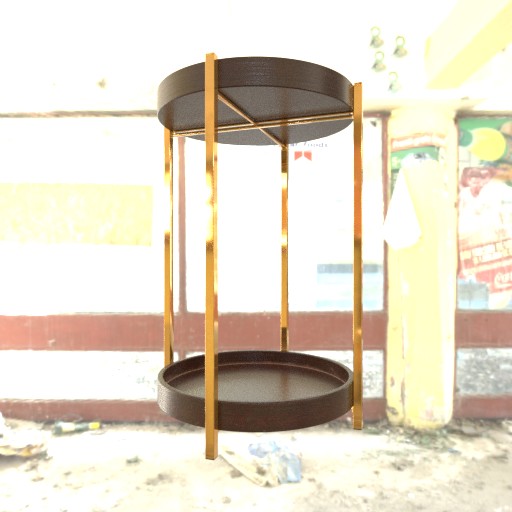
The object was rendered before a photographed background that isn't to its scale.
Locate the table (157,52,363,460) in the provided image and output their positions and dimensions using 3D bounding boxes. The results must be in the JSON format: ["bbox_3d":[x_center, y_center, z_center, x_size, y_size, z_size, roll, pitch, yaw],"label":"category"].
[{"bbox_3d":[0.000,0.000,0.851,0.400,0.610,0.400,0,0,20],"label":"table"}]
